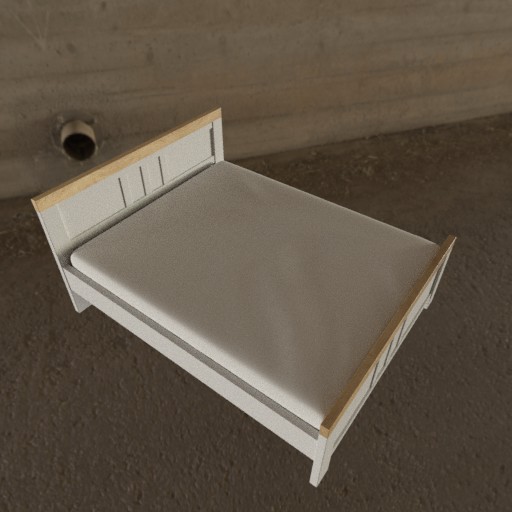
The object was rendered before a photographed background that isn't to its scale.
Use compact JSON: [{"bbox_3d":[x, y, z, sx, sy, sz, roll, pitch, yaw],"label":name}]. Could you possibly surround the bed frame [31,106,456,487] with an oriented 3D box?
[{"bbox_3d":[0.000,0.000,2.961,2.050,0.980,1.670,26,48,27],"label":"bed frame"}]
